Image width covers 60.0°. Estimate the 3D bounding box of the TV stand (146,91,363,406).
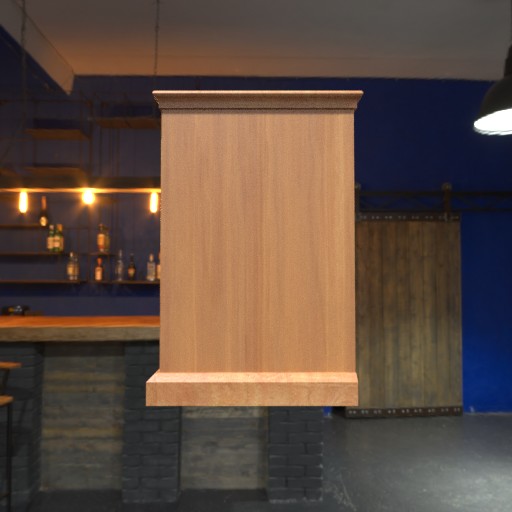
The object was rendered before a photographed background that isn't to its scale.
[{"bbox_3d":[0.000,0.000,1.440,0.417,0.607,1.181,0,-2,0],"label":"TV stand"}]
